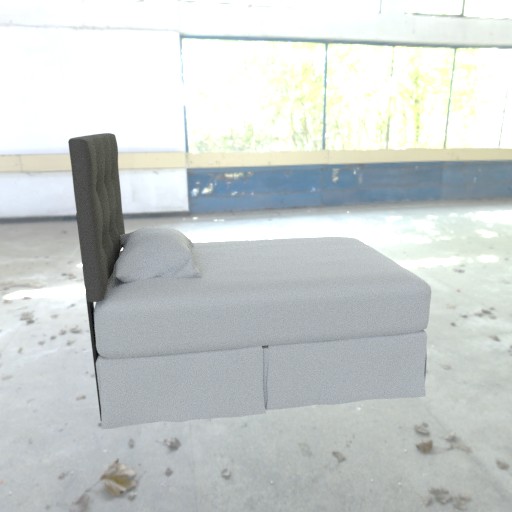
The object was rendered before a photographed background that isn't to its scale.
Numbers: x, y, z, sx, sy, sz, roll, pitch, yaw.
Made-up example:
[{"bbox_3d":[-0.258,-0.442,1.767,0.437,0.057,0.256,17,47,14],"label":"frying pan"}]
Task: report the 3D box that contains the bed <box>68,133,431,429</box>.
[{"bbox_3d":[0.000,0.000,2.958,1.997,1.571,1.261,-3,17,-10],"label":"bed"}]
